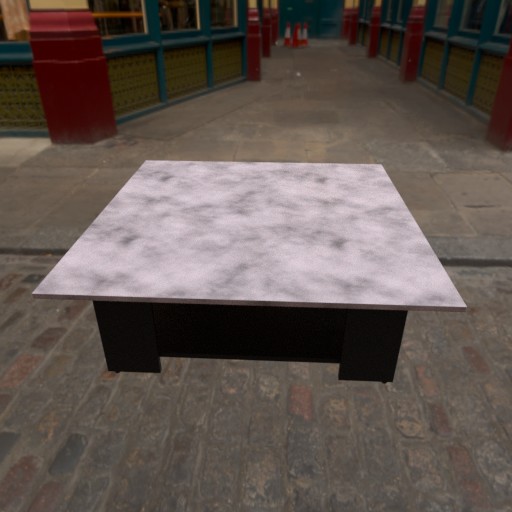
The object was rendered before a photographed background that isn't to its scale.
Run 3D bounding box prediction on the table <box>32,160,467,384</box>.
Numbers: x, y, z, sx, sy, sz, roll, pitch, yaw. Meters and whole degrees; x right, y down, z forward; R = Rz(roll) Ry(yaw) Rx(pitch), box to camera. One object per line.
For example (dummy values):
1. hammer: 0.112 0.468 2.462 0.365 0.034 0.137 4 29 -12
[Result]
1. table: 0.000 0.000 1.364 0.890 0.305 0.890 2 30 3
